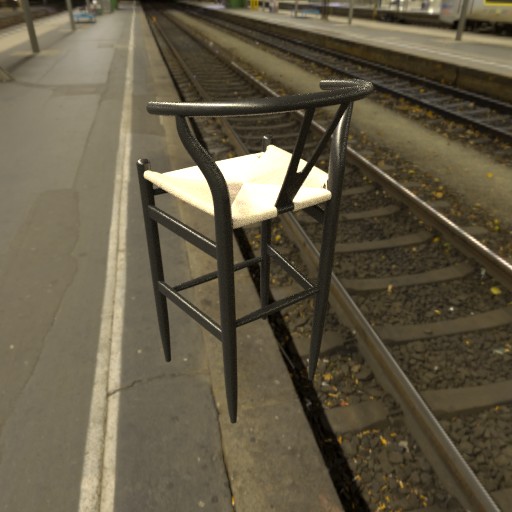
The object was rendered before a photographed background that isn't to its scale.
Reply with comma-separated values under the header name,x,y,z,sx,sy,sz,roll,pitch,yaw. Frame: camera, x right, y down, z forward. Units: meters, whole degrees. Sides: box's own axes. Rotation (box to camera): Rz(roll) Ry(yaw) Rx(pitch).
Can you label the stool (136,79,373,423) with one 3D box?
name,x,y,z,sx,sy,sz,roll,pitch,yaw
stool,0.000,0.000,1.393,0.569,1.072,0.579,-19,36,-29
